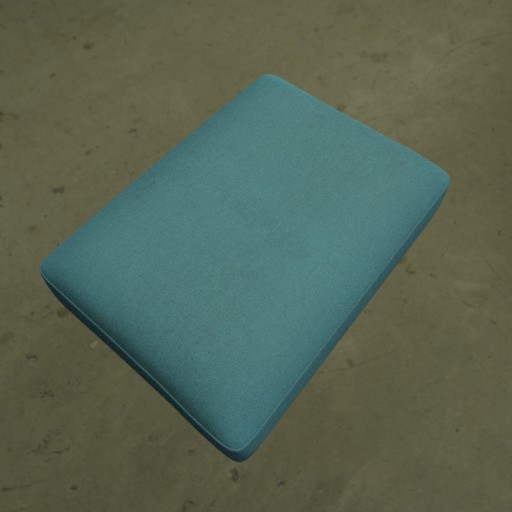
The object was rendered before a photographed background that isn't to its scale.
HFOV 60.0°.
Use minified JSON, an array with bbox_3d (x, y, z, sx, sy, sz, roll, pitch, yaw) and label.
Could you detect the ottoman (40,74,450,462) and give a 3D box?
[{"bbox_3d":[0.000,0.000,1.054,0.549,0.428,0.749,36,68,17],"label":"ottoman"}]
